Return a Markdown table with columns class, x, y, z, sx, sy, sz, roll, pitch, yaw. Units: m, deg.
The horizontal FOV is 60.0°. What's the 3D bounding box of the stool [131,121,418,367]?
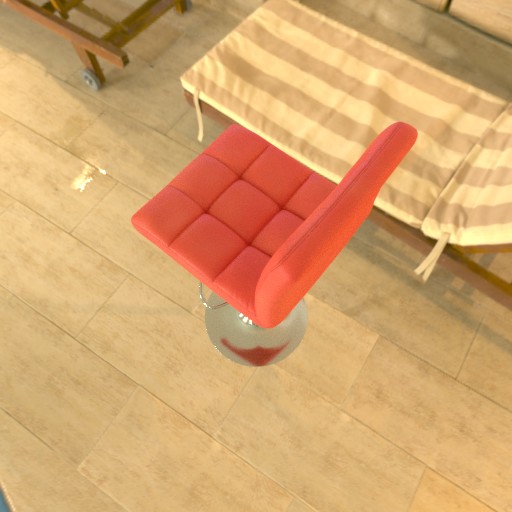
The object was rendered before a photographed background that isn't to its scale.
| class | x | y | z | sx | sy | sz | roll | pitch | yaw |
| --- | --- | --- | --- | --- | --- | --- | --- | --- | --- |
| stool | 0.000 | 0.000 | 1.334 | 0.505 | 1.115 | 0.430 | 36 | 69 | 16 |
